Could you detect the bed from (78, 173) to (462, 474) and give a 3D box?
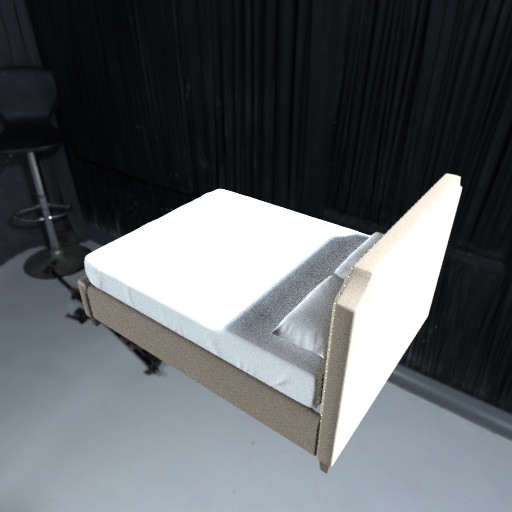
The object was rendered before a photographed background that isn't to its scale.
[{"bbox_3d":[0.000,0.000,3.406,2.329,1.415,1.703,22,38,30],"label":"bed"}]
